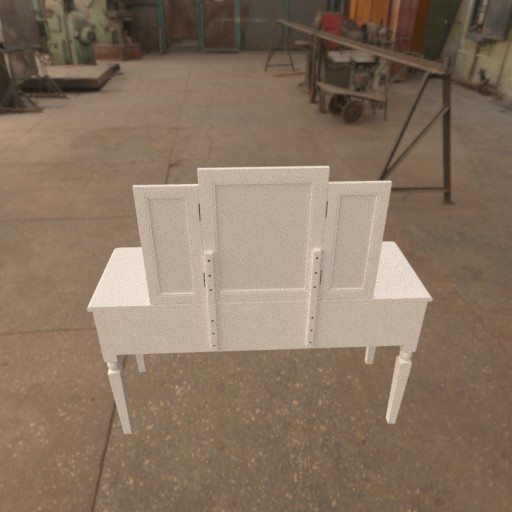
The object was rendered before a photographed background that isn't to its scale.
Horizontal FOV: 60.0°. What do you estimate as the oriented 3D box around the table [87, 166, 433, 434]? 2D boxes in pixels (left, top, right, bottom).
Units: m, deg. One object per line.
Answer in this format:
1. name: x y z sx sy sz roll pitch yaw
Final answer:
1. table: 0.000 0.000 2.267 1.369 1.310 1.115 -1 30 -2
